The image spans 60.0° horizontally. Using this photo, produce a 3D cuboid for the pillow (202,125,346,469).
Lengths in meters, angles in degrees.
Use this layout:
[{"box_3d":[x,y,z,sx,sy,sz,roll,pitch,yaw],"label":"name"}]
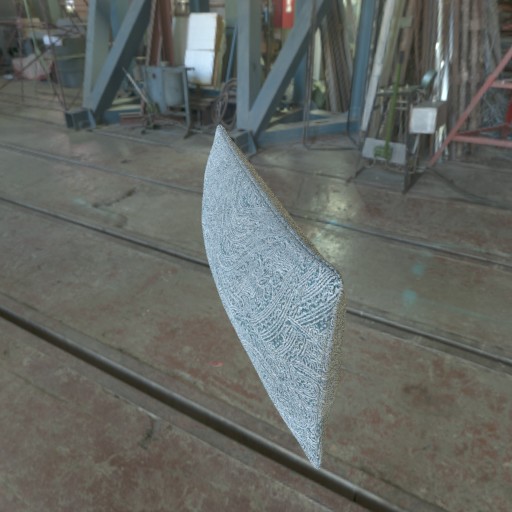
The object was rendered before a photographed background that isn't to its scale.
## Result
[{"box_3d":[0.000,0.000,0.744,0.151,0.295,0.615,-8,31,-13],"label":"pillow"}]
